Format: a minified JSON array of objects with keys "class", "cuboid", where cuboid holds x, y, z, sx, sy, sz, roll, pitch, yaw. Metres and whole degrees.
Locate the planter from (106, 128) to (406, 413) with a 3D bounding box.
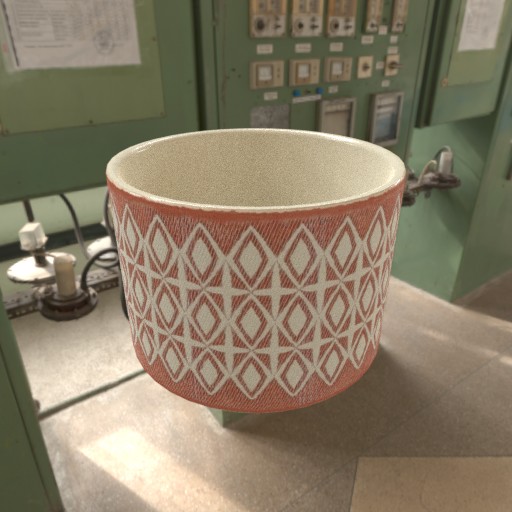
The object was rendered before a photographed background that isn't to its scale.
[{"class":"planter","cuboid":[0.000,0.000,0.329,0.192,0.148,0.192,0,27,0]}]
